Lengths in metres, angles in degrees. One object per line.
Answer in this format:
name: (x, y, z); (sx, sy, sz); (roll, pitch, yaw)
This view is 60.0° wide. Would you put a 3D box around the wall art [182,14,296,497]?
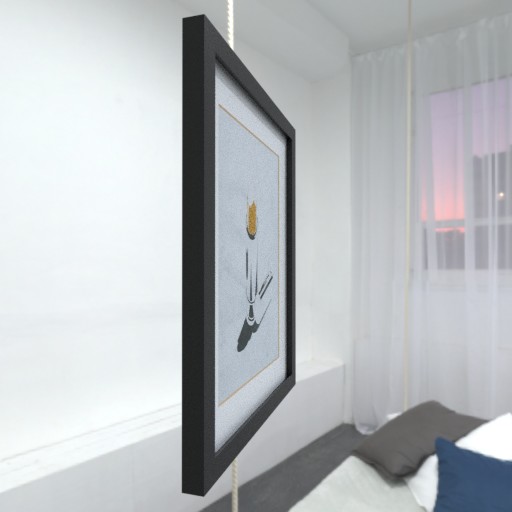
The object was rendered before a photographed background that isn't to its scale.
wall art: (0.000, 0.000, 0.510); (0.019, 0.381, 0.330); (0, 0, 18)
